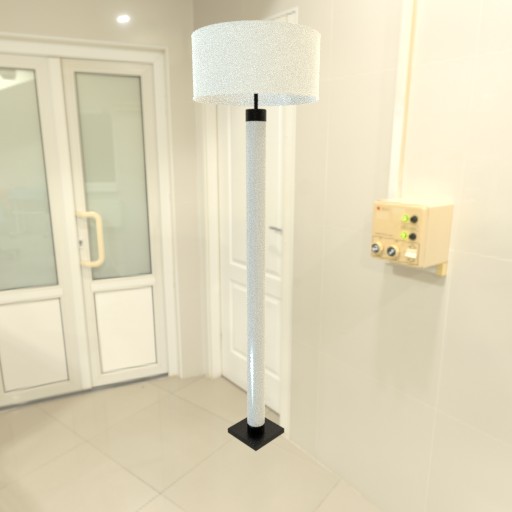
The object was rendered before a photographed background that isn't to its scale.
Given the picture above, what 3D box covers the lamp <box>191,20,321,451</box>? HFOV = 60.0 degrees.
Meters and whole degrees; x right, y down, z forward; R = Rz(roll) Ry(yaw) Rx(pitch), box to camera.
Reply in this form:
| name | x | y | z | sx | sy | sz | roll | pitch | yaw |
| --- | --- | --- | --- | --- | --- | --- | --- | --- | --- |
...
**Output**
| name | x | y | z | sx | sy | sz | roll | pitch | yaw |
| --- | --- | --- | --- | --- | --- | --- | --- | --- | --- |
| lamp | 0.000 | 0.000 | 1.615 | 0.420 | 1.475 | 0.420 | -13 | 19 | -43 |
